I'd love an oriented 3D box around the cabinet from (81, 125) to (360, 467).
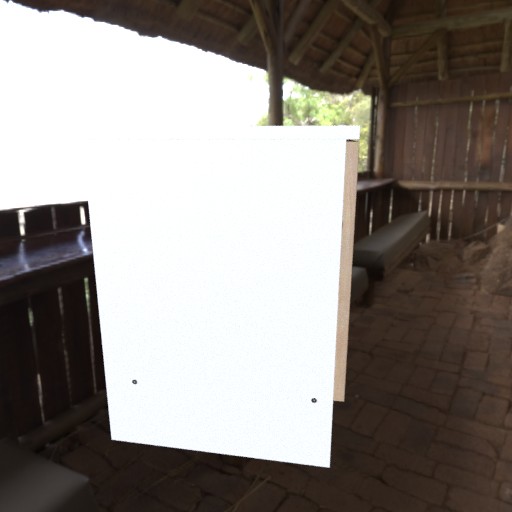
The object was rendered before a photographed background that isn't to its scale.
[{"bbox_3d":[0.000,0.000,0.952,0.400,0.522,0.600,3,15,10],"label":"cabinet"}]
